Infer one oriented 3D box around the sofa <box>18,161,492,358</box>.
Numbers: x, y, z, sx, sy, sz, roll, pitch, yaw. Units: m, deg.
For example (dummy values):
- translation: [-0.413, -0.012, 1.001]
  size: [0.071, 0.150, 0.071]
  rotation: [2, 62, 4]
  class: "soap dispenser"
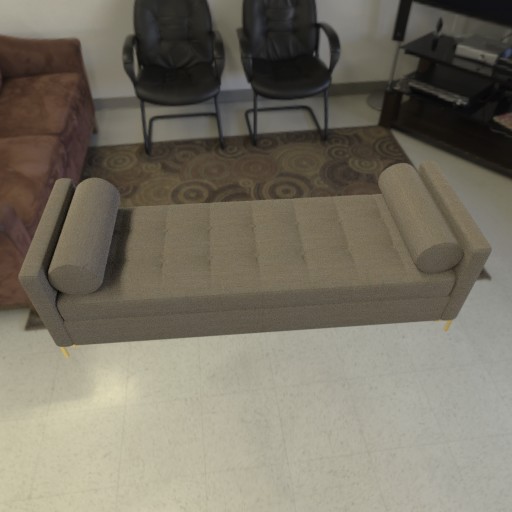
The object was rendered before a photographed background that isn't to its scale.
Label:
- translation: [0.000, 0.000, 2.280]
  size: [1.981, 0.635, 0.686]
  rotation: [-3, 45, -3]
  class: "sofa"
